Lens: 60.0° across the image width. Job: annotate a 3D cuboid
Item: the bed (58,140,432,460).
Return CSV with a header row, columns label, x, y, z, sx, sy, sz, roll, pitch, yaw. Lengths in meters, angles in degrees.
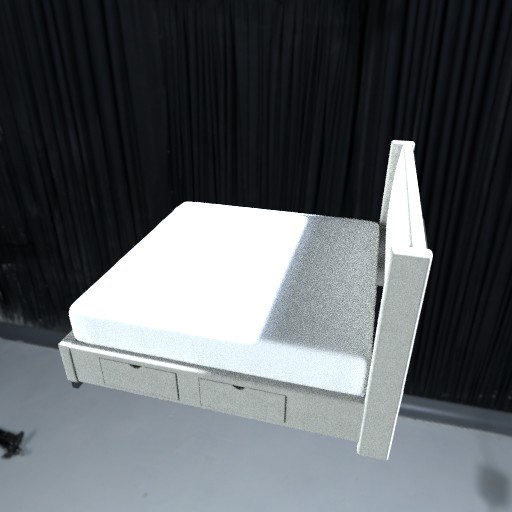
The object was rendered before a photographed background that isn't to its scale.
label,x,y,z,sx,sy,sz,roll,pitch,yaw
bed,0.000,0.000,3.563,2.280,1.470,2.140,7,30,13
